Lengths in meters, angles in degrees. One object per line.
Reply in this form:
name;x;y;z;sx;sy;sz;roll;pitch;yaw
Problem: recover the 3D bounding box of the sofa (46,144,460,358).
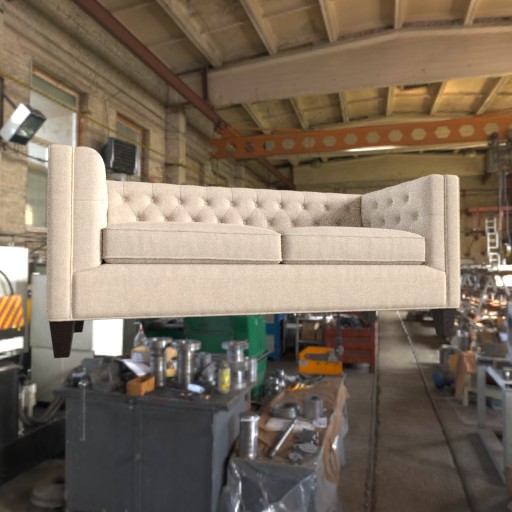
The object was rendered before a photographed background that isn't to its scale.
sofa;0.000;0.000;2.176;1.778;0.762;0.775;1;-2;-18
